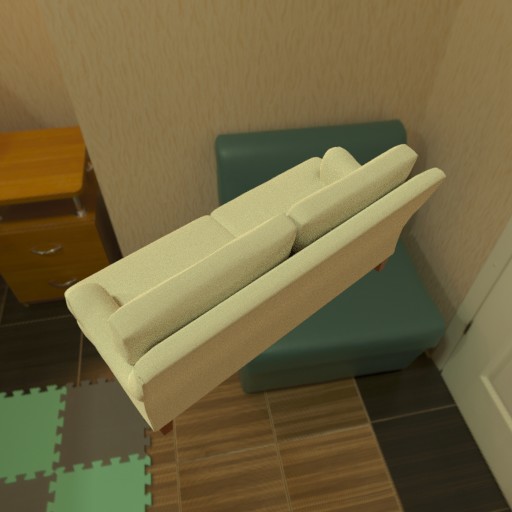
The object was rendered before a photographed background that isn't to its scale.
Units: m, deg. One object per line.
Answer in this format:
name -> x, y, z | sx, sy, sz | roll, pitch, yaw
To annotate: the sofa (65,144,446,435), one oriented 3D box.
sofa -> 0.000, 0.000, 2.791 | 2.159, 1.087, 1.086 | -32, 55, -26
